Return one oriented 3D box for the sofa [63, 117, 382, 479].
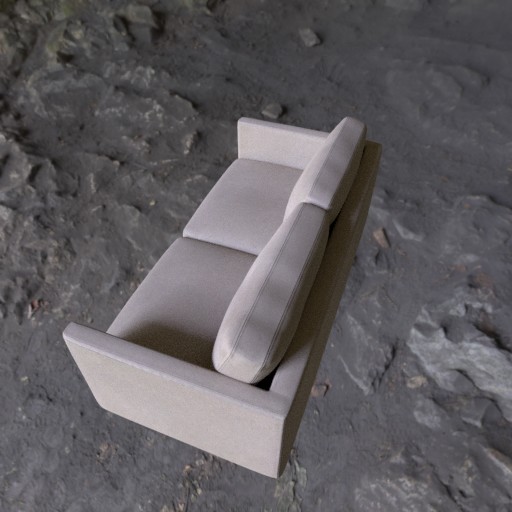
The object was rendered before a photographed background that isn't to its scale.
[{"bbox_3d":[0.000,0.000,2.358,0.950,0.940,1.846,16,48,15],"label":"sofa"}]
